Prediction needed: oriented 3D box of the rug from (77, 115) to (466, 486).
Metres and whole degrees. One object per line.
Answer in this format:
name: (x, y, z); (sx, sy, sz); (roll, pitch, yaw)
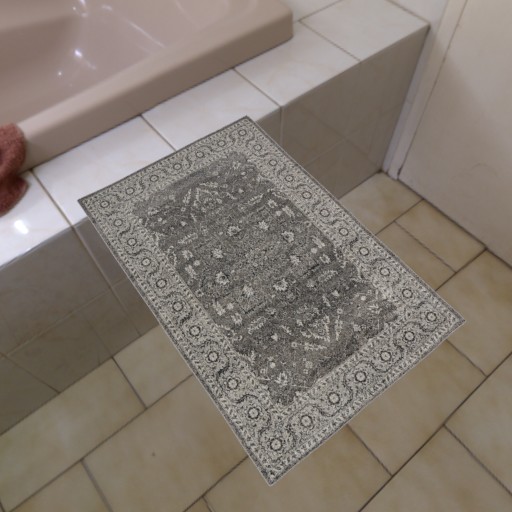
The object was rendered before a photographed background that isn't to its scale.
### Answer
rug: (0.000, 0.000, 2.349); (1.209, 0.019, 1.828); (-32, 64, -18)
